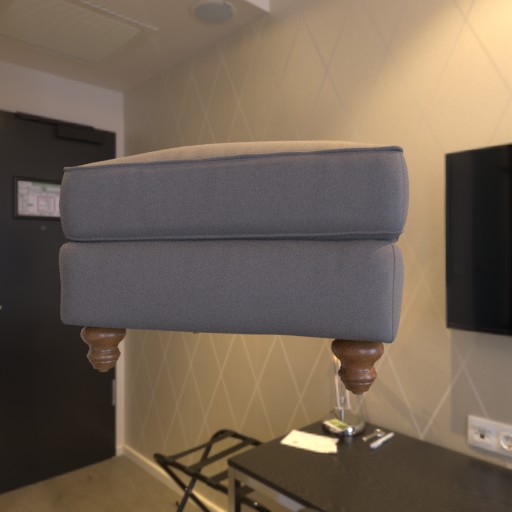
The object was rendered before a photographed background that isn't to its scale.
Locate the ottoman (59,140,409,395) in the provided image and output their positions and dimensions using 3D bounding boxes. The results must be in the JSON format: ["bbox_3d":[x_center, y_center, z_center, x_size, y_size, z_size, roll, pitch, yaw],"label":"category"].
[{"bbox_3d":[0.000,0.000,1.128,0.721,0.505,0.662,0,0,17],"label":"ottoman"}]
